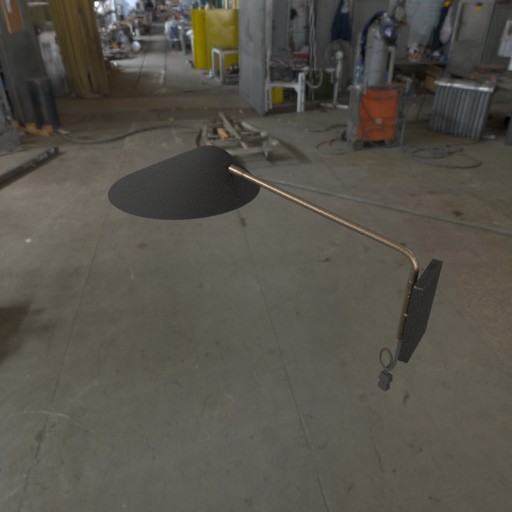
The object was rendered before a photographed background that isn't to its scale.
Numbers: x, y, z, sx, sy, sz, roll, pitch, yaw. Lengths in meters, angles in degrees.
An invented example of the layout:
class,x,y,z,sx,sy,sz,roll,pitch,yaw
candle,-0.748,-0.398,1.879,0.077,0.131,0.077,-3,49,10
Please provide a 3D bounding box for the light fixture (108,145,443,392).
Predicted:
class,x,y,z,sx,sy,sz,roll,pitch,yaw
light fixture,0.000,0.000,0.684,0.516,0.312,0.240,20,36,30
